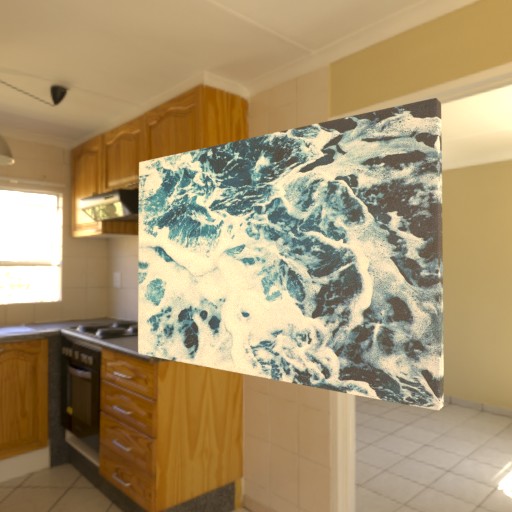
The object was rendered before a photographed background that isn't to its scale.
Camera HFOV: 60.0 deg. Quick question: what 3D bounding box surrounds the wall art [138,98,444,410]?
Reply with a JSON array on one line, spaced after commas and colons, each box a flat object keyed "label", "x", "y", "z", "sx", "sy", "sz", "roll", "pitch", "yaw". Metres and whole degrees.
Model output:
[{"label": "wall art", "x": 0.000, "y": 0.000, "z": 1.917, "sx": 1.524, "sy": 1.017, "sz": 0.055, "roll": -1, "pitch": -1, "yaw": 37}]
